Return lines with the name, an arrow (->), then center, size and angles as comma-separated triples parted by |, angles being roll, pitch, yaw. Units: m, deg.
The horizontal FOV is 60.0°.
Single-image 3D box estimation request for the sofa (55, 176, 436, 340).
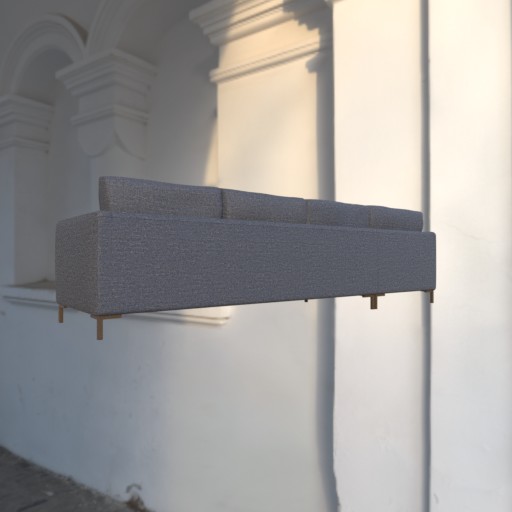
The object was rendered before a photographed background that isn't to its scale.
sofa -> 0.000, 0.000, 2.885 | 2.445, 0.673, 1.125 | 0, 0, -37
